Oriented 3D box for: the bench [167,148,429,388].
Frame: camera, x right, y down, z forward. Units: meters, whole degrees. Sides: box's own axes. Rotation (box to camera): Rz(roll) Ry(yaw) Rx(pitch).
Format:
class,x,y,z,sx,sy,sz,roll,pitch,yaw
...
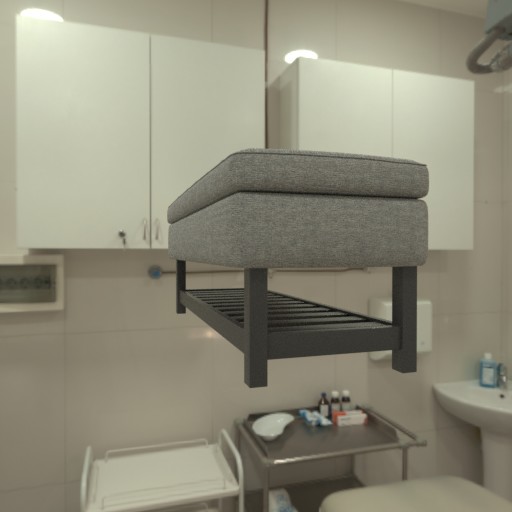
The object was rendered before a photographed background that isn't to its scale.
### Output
class,x,y,z,sx,sy,sz,roll,pitch,yaw
bench,0.000,0.000,1.352,0.429,0.470,1.100,0,1,-17
